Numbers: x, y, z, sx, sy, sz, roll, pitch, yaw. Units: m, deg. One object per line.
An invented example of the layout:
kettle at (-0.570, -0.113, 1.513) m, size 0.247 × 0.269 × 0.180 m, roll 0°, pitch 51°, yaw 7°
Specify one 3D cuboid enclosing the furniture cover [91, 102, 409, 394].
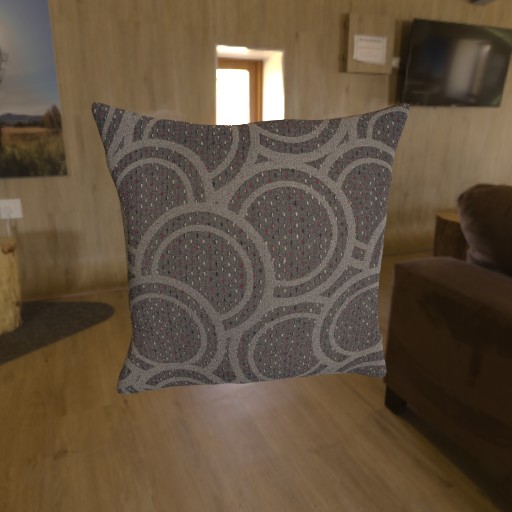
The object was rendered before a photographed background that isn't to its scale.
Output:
furniture cover at (0.000, 0.000, 0.779) m, size 0.514 × 0.513 × 0.163 m, roll -2°, pitch 16°, yaw -7°
